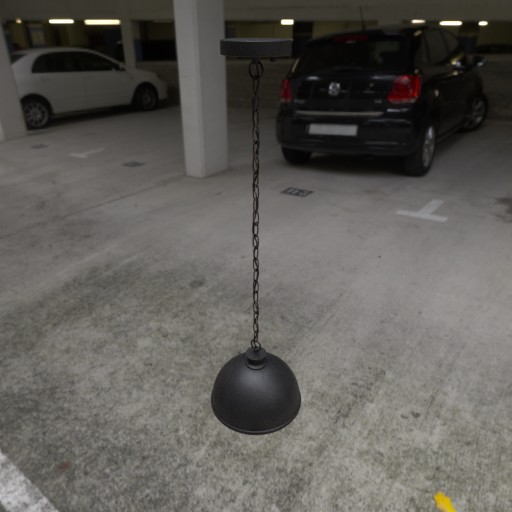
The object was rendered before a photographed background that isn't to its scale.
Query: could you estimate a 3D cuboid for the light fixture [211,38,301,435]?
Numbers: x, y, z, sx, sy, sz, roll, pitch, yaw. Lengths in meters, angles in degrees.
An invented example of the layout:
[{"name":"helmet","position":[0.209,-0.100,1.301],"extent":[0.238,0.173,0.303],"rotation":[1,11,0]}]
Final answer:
[{"name":"light fixture","position":[0.000,0.000,1.240],"extent":[0.304,1.090,0.304],"rotation":[20,34,33]}]
